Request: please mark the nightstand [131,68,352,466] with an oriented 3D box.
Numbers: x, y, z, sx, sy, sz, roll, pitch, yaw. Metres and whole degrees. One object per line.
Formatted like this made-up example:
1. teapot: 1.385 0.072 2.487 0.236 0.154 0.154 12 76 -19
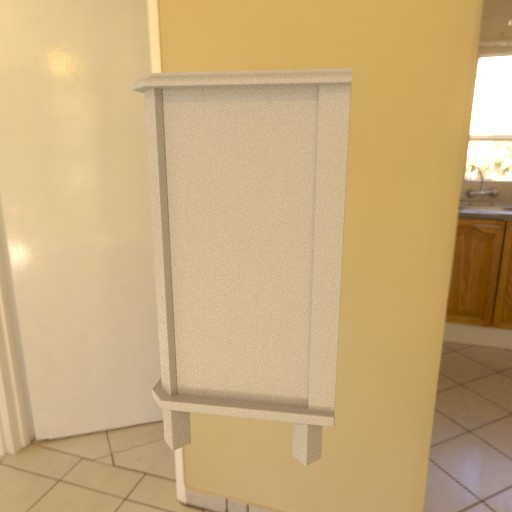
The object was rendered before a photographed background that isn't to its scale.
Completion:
1. nightstand: 0.000 0.000 0.950 0.350 0.680 0.450 2 15 9
